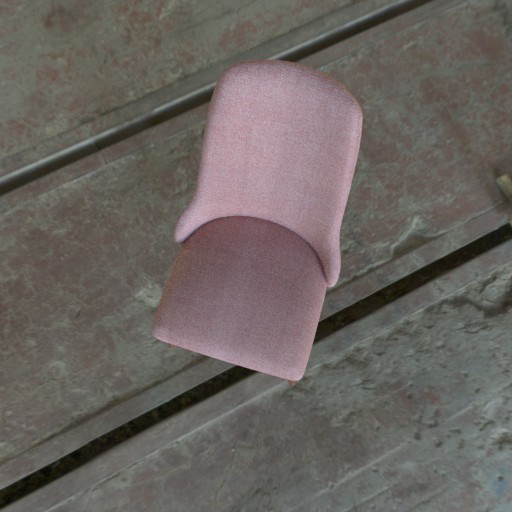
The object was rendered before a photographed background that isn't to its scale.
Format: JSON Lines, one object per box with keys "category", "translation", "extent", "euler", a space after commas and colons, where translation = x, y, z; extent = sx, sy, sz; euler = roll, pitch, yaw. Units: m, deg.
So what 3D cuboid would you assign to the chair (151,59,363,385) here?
{"category": "chair", "translation": [0.000, 0.000, 1.365], "extent": [0.535, 0.918, 0.707], "euler": [17, 77, 4]}
